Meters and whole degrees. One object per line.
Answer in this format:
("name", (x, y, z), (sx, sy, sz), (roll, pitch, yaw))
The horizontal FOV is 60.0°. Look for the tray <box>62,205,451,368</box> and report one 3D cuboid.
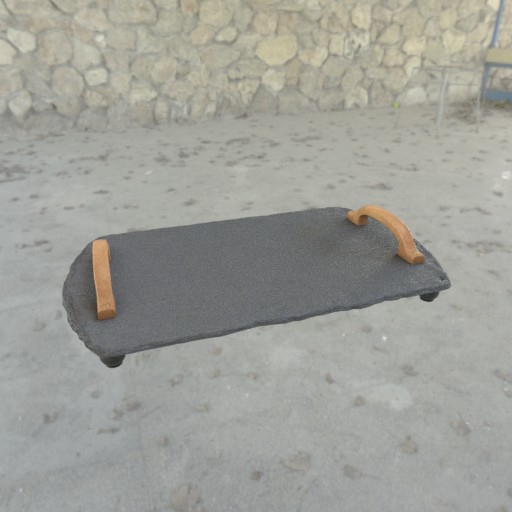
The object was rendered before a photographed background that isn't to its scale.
("tray", (0.000, 0.000, 0.471), (0.387, 0.062, 0.231), (-9, 28, -17))
